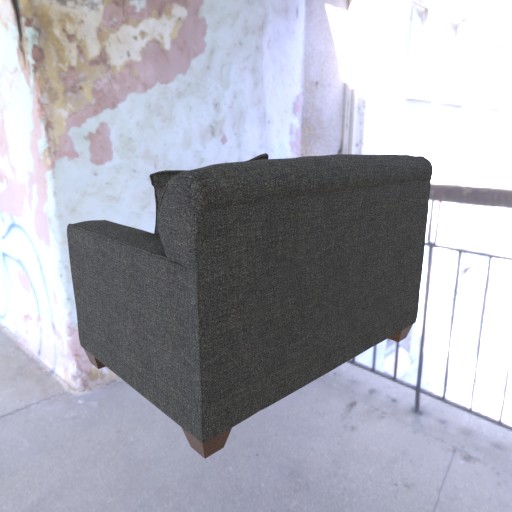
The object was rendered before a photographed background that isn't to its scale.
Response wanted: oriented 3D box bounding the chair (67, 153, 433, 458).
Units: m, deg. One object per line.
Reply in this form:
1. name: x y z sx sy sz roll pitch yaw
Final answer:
1. chair: 0.000 0.000 2.054 1.383 0.948 1.000 -14 20 -42
